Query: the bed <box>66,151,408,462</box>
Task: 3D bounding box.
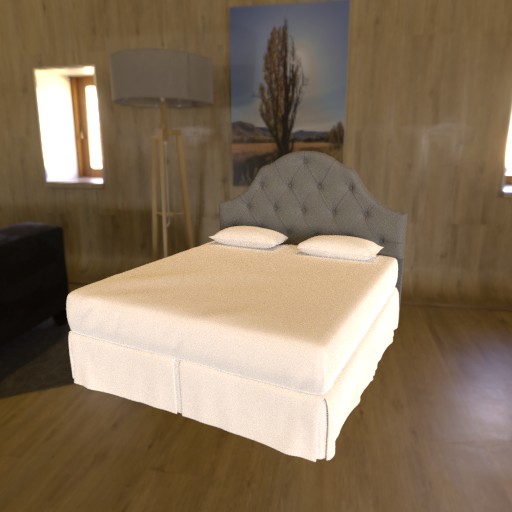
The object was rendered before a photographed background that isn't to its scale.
[{"bbox_3d":[0.000,0.000,3.540,2.008,1.615,2.214,7,16,26],"label":"bed"}]
